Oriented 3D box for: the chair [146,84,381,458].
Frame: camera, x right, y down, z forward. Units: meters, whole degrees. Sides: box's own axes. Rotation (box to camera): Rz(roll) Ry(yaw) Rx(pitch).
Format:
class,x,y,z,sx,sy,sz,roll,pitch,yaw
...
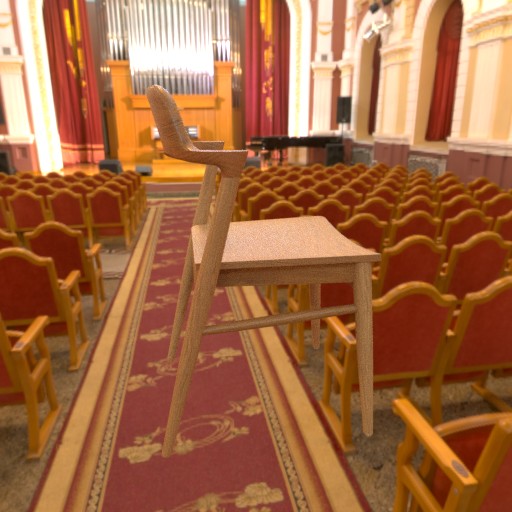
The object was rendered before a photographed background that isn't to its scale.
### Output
class,x,y,z,sx,sy,sz,roll,pitch,yaw
chair,0.000,0.000,1.127,0.499,0.792,0.512,-3,17,-9
